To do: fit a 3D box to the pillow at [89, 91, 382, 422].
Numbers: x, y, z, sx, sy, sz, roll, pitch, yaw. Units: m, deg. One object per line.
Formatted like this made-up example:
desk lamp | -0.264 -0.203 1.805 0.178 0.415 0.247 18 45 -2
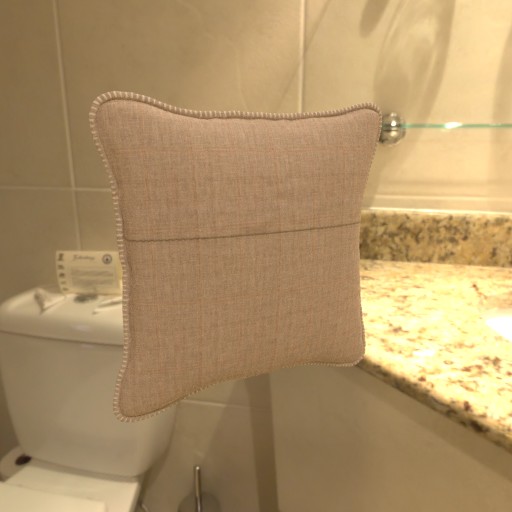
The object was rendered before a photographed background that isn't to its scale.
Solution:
pillow | 0.000 0.000 0.729 0.485 0.494 0.124 -7 16 -24
